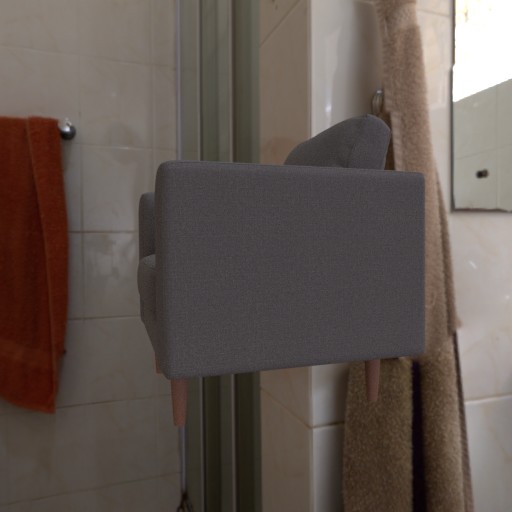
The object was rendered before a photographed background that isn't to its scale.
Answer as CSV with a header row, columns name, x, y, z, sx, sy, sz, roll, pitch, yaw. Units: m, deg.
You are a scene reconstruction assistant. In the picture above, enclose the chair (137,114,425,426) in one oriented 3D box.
name,x,y,z,sx,sy,sz,roll,pitch,yaw
chair,0.000,0.000,1.576,0.800,0.927,0.854,-1,2,-18
